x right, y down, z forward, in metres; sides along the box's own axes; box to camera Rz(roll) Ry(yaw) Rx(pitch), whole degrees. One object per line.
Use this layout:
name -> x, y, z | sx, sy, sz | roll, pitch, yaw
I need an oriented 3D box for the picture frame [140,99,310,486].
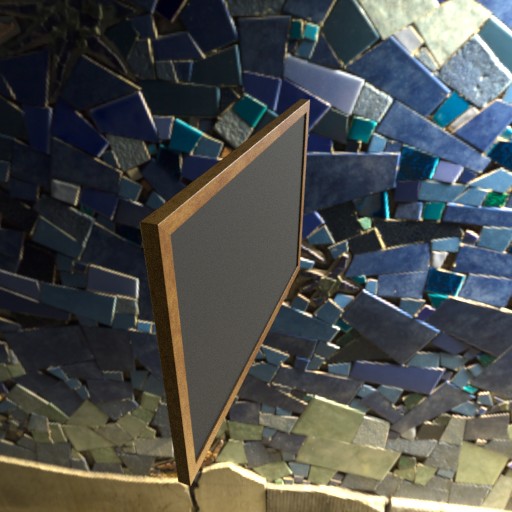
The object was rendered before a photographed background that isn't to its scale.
picture frame -> 0.000, 0.000, 1.165 | 0.029, 0.621, 0.922 | 10, 32, 17
